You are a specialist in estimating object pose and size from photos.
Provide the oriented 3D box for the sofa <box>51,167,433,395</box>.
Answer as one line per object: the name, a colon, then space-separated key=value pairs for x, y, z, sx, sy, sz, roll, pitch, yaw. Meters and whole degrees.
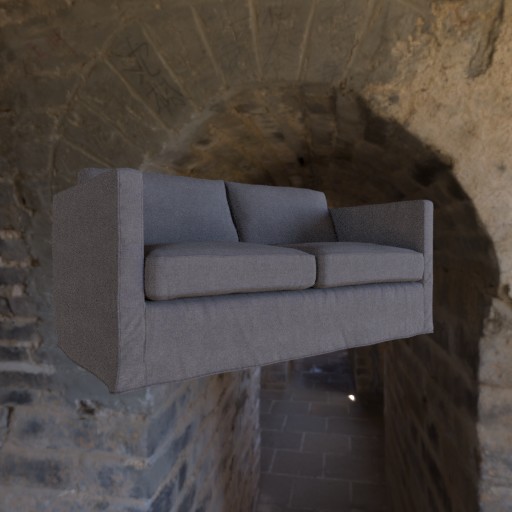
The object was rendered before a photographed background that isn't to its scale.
sofa: x=0.000 y=0.000 z=2.297 sx=1.802 sy=0.854 sz=0.974 roll=-1 pitch=1 yaw=-36
